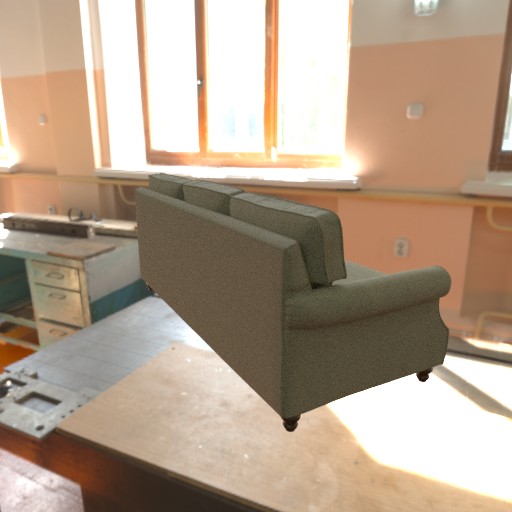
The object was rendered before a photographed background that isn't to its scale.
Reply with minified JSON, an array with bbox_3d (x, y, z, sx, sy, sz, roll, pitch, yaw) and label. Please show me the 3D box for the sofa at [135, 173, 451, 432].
[{"bbox_3d":[0.000,0.000,2.813,0.966,0.948,2.354,-8,17,-28],"label":"sofa"}]
